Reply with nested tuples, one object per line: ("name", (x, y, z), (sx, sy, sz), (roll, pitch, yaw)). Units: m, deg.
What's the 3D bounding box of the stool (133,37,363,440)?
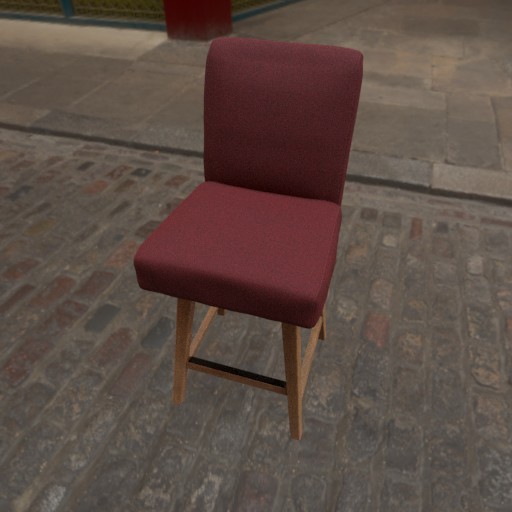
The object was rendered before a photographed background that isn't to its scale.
("stool", (0.000, 0.000, 1.293), (0.468, 1.038, 0.562), (12, 42, 13))
